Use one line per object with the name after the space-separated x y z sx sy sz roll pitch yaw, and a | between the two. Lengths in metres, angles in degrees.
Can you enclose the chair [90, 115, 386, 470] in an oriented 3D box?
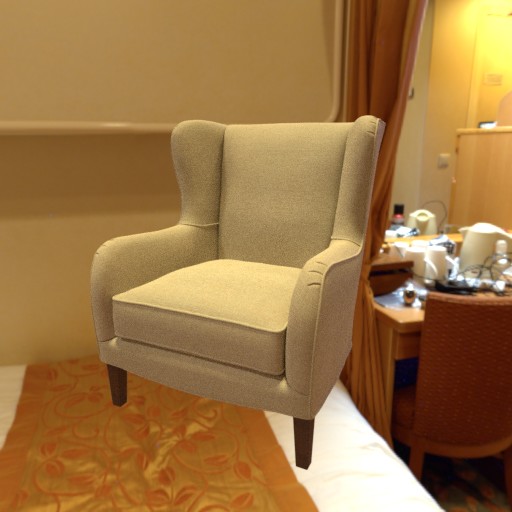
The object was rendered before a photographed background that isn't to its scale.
0.000 0.000 1.721 0.838 1.040 0.966 7 16 26 | chair
